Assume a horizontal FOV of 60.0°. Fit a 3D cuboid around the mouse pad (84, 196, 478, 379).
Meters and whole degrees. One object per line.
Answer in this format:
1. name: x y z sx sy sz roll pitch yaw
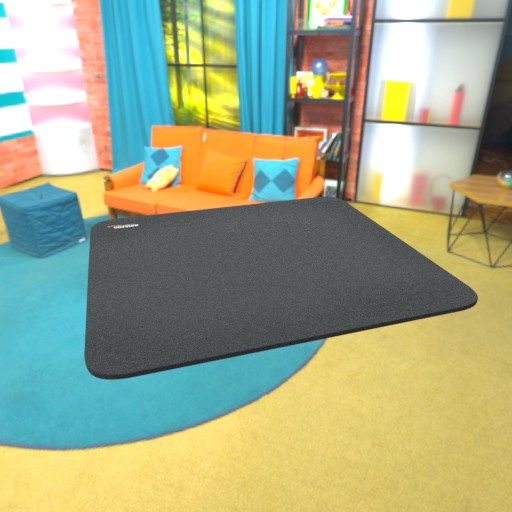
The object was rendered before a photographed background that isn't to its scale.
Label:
1. mouse pad: 0.000 0.000 0.319 0.229 0.003 0.203 -8 28 -16
